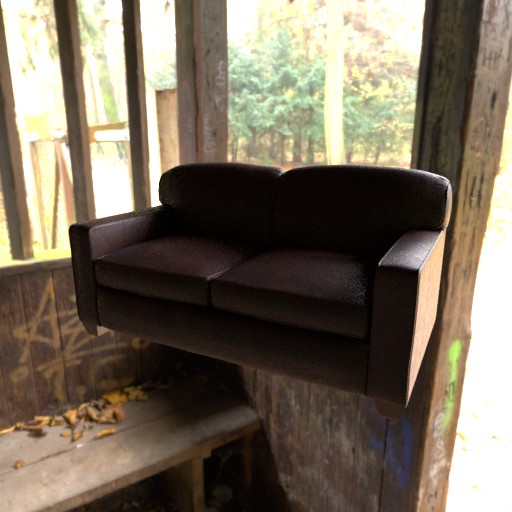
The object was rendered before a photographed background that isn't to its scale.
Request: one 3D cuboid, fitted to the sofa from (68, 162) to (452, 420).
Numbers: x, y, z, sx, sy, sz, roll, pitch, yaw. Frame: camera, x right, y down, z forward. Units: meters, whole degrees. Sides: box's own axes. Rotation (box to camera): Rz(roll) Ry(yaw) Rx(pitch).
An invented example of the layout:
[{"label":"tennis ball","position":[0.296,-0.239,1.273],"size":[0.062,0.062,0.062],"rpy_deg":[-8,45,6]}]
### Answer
[{"label":"sofa","position":[0.000,0.000,2.437],"size":[1.856,0.966,1.000],"rpy_deg":[8,17,27]}]
